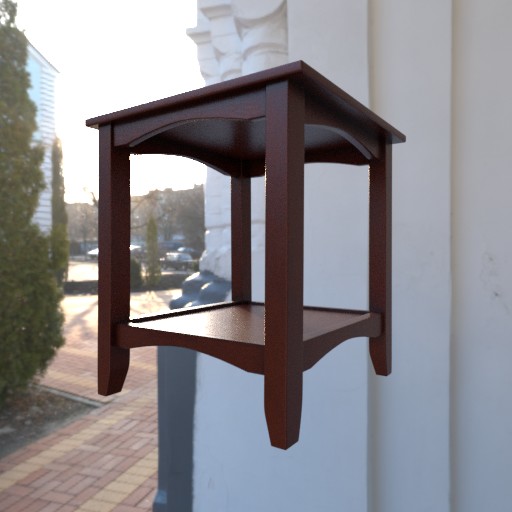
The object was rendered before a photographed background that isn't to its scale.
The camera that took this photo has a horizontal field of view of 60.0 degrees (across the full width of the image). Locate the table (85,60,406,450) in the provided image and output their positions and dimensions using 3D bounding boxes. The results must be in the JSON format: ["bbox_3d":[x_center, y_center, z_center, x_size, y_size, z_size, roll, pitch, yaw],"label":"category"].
[{"bbox_3d":[0.000,0.000,0.968,0.522,0.558,0.523,1,1,37],"label":"table"}]
